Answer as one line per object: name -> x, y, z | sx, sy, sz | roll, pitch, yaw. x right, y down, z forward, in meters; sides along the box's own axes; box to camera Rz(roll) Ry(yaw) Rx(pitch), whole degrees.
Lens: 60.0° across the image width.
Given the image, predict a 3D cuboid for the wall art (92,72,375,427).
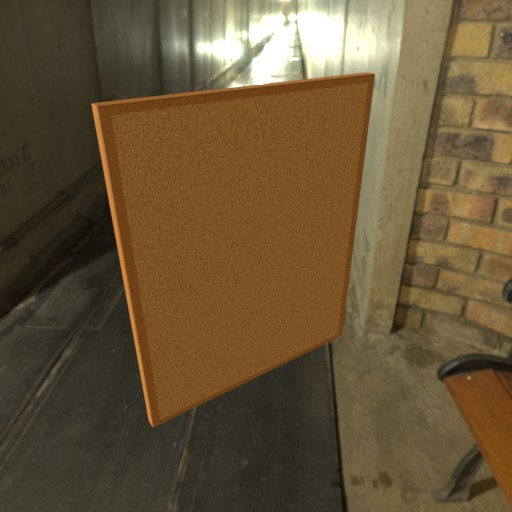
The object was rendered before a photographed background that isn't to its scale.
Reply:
wall art -> 0.000, 0.000, 0.522 | 0.310, 0.379, 0.015 | -18, 35, -28
